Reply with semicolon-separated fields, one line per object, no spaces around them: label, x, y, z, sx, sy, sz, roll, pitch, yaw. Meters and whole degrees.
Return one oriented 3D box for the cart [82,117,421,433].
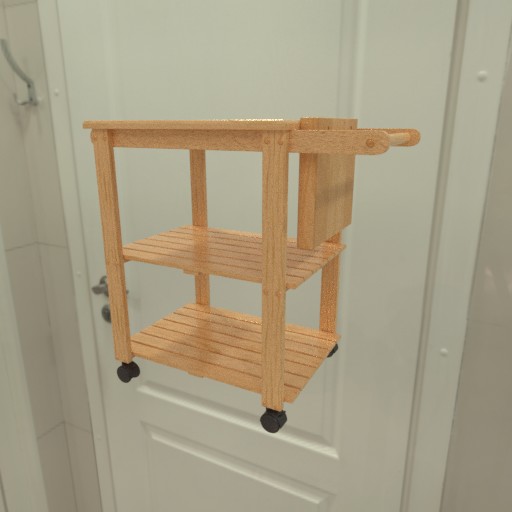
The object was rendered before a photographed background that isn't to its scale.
cart;0.000;0.000;1.377;0.843;0.816;0.520;9;19;26
